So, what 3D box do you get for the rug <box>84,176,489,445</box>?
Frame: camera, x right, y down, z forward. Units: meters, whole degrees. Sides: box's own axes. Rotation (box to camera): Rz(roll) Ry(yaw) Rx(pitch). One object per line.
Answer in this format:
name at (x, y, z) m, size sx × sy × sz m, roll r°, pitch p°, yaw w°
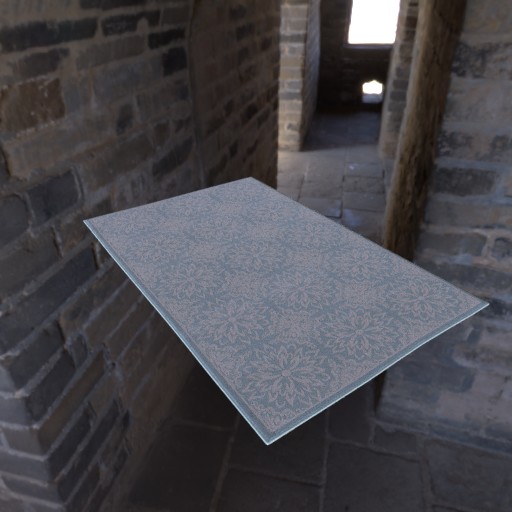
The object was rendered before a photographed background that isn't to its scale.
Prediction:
rug at (0.000, 0.000, 3.420) m, size 1.819 × 0.018 × 2.746 m, roll -20°, pitch 37°, yaw -29°
